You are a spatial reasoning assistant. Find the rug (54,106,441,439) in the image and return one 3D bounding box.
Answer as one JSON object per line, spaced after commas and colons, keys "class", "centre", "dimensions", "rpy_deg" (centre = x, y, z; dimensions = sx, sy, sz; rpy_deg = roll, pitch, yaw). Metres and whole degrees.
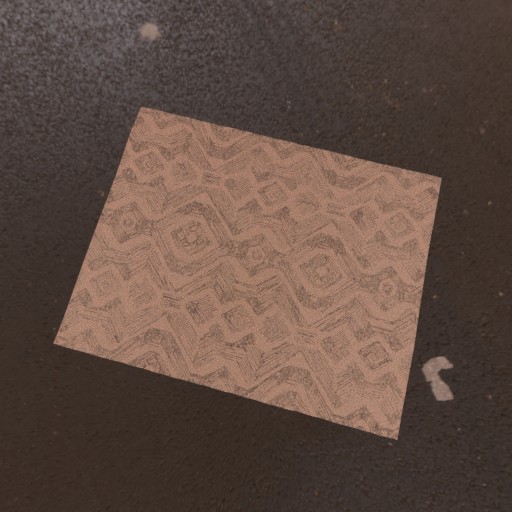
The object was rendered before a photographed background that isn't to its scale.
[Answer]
{"class": "rug", "centre": [0.000, 0.000, 4.049], "dimensions": [3.054, 0.030, 2.430], "rpy_deg": [14, 75, 4]}
